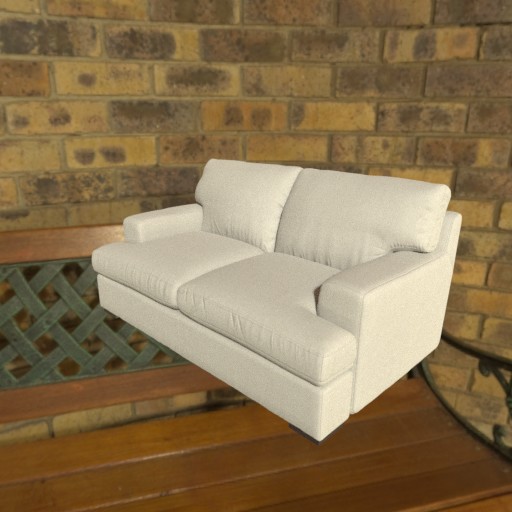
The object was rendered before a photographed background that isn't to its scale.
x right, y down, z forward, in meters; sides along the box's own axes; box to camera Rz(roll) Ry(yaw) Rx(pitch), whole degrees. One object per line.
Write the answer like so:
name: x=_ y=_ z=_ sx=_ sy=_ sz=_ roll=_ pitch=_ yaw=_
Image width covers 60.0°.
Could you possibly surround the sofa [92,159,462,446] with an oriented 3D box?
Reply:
sofa: x=0.000 y=0.000 z=2.532 sx=1.143 sy=0.940 sz=1.880 roll=-17 pitch=24 yaw=-42
